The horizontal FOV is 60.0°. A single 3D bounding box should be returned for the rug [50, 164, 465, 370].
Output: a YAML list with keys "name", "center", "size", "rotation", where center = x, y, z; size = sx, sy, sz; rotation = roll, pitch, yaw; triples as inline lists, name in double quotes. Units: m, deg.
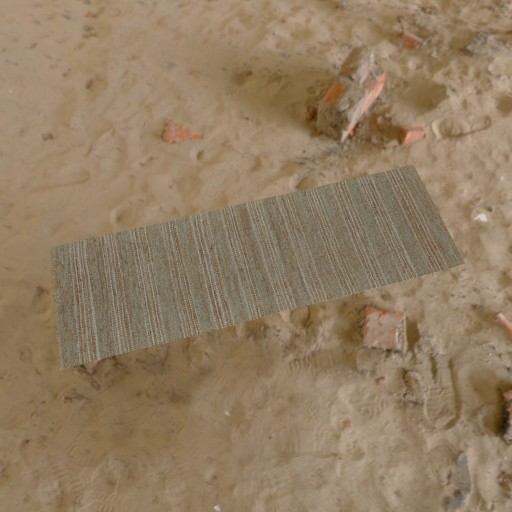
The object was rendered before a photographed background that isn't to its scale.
- name: "rug"
  center: [0.000, 0.000, 2.725]
  size: [2.438, 0.006, 0.783]
  rotation: [-14, 65, -7]
